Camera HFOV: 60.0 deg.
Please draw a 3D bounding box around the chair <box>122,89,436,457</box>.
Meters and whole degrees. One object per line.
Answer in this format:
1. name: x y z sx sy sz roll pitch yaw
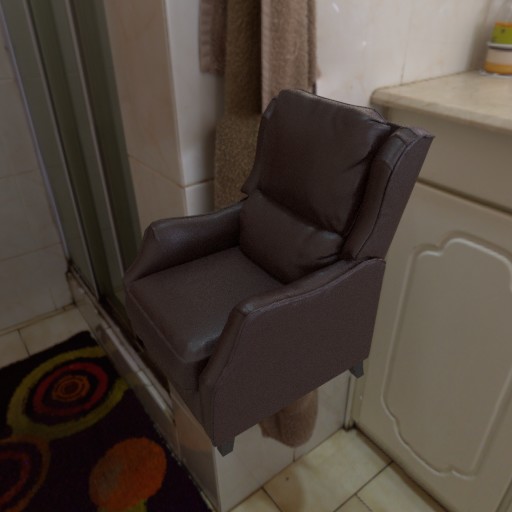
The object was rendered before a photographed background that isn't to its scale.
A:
1. chair: 0.000 0.000 1.765 0.982 1.132 0.770 -20 37 -29
